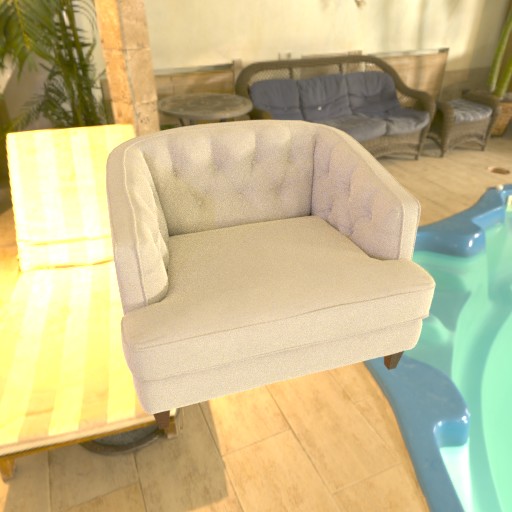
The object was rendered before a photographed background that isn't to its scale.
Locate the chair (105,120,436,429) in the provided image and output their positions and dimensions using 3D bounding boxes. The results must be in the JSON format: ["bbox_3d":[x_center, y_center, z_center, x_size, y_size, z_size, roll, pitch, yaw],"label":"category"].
[{"bbox_3d":[0.000,0.000,1.799,1.104,0.852,0.941,-10,33,-15],"label":"chair"}]
